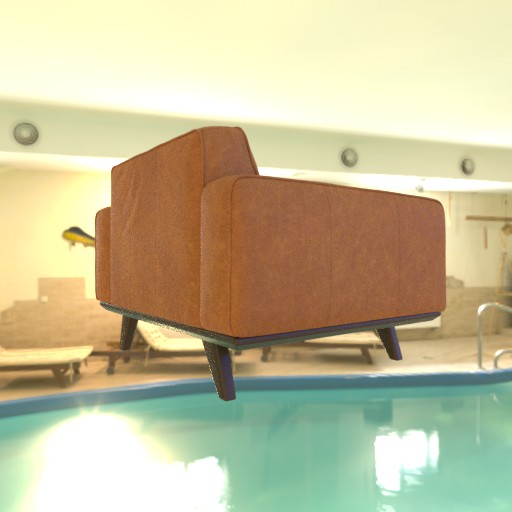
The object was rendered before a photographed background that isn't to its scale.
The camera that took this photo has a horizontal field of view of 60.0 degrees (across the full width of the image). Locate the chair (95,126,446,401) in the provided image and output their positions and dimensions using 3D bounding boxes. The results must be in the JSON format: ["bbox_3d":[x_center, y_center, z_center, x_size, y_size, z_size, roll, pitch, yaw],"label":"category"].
[{"bbox_3d":[0.000,0.000,1.761,0.952,0.782,1.118,0,0,-37],"label":"chair"}]
